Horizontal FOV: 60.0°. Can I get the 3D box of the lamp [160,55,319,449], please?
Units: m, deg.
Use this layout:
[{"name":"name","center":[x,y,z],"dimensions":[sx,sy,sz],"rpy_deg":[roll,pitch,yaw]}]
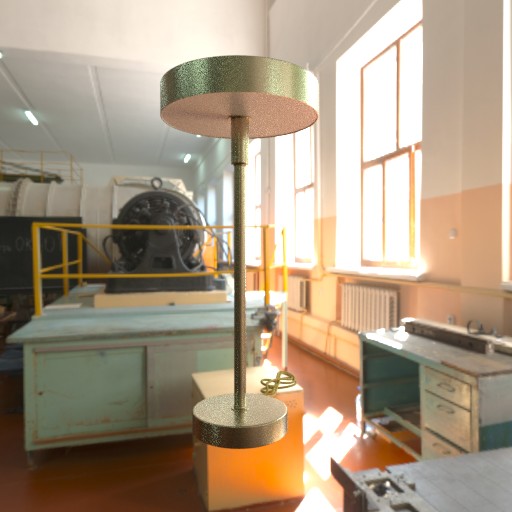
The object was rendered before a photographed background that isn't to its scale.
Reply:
[{"name":"lamp","center":[0.000,0.000,0.719],"dimensions":[0.229,0.508,0.369],"rpy_deg":[0,1,20]}]
